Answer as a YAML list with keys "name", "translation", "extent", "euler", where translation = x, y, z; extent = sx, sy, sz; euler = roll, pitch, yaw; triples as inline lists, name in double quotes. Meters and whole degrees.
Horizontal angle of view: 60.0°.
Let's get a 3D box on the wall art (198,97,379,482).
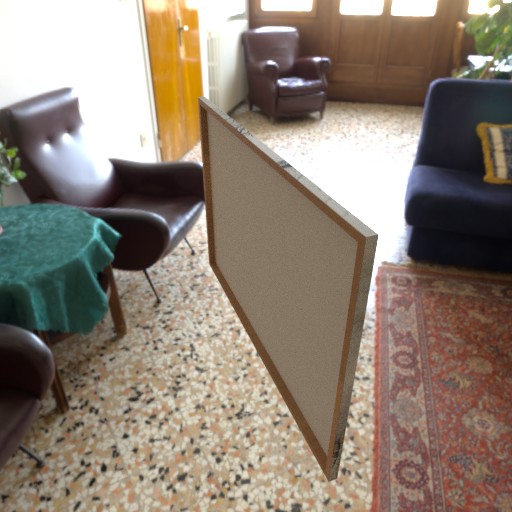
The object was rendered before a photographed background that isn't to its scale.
- name: "wall art"
  translation: [0.000, 0.000, 1.153]
  extent: [0.023, 0.607, 0.914]
  euler: [-12, 34, -18]
